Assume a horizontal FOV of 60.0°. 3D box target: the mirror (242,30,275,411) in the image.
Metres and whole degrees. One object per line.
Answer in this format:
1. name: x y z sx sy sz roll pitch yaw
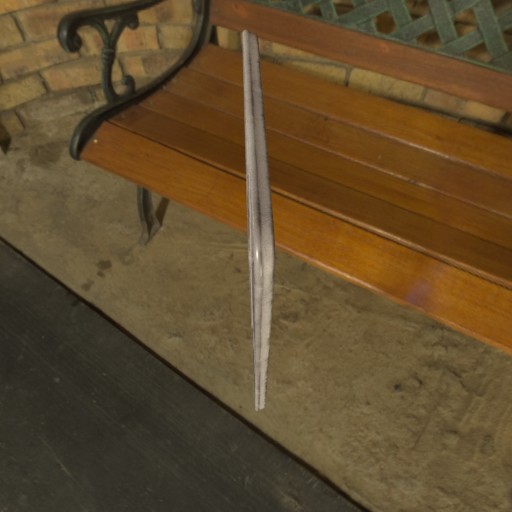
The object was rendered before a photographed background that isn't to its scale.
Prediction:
1. mirror: 0.000 0.000 0.882 0.024 0.713 0.461 -2 58 -1
